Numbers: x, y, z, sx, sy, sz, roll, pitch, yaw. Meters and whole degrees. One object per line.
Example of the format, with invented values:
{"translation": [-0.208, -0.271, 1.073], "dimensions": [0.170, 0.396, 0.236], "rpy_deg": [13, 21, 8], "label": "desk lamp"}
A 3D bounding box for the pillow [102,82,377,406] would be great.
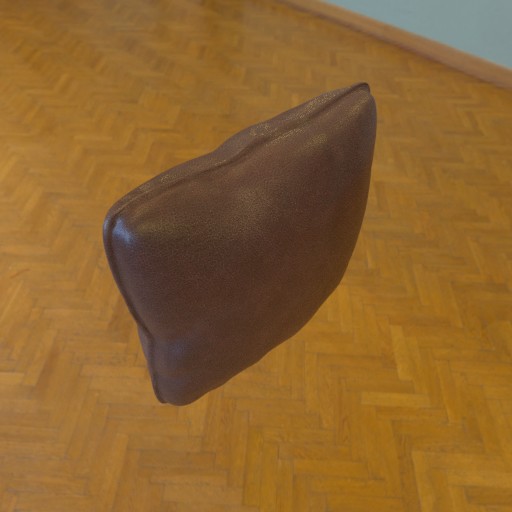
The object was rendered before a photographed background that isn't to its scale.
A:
{"translation": [0.000, 0.000, 0.826], "dimensions": [0.532, 0.523, 0.236], "rpy_deg": [-34, 56, -27], "label": "pillow"}
